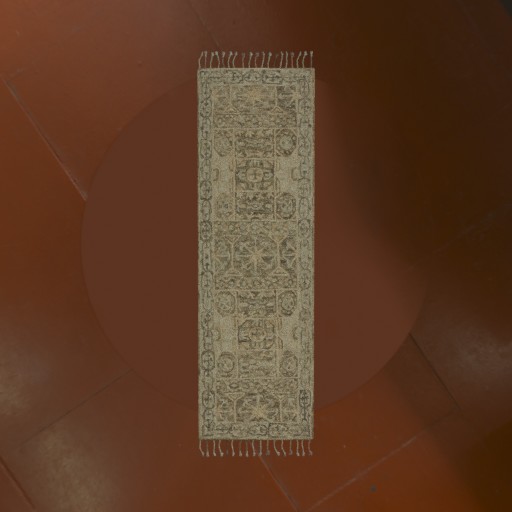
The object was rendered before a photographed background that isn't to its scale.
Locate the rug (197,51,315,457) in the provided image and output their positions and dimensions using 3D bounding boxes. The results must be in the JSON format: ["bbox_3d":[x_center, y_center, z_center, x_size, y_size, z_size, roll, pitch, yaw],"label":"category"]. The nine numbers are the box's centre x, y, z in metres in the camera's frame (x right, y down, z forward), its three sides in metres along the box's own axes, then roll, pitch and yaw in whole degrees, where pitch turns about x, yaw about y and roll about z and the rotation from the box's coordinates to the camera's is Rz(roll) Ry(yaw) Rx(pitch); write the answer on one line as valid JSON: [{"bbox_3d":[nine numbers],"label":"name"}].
[{"bbox_3d":[0.000,0.000,2.911,0.762,0.011,2.664,0,91,0],"label":"rug"}]
